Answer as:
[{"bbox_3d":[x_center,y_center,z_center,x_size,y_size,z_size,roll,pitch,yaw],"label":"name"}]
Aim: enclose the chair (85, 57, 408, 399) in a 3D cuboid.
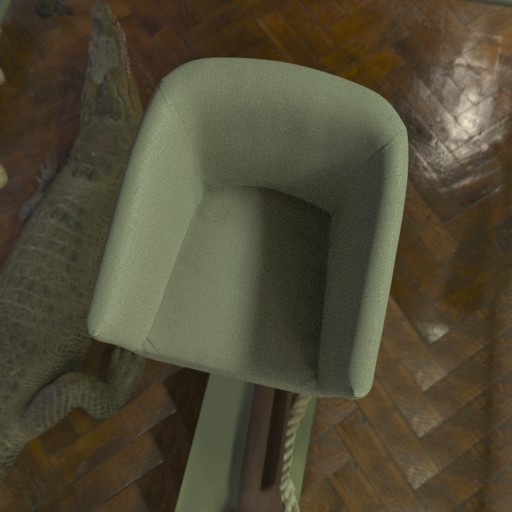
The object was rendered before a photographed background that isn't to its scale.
[{"bbox_3d":[0.000,0.000,1.228,0.600,0.771,0.668,12,75,3],"label":"chair"}]
